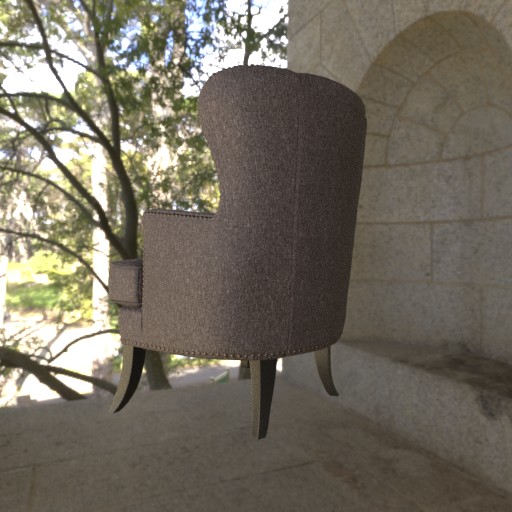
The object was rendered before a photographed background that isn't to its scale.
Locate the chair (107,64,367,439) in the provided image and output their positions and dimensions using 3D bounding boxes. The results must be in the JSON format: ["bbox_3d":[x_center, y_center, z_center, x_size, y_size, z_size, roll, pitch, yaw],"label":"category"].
[{"bbox_3d":[0.000,0.000,1.599,0.758,1.060,0.759,0,0,37],"label":"chair"}]
